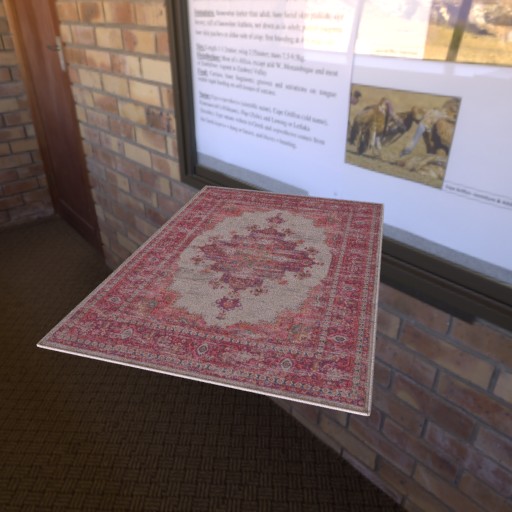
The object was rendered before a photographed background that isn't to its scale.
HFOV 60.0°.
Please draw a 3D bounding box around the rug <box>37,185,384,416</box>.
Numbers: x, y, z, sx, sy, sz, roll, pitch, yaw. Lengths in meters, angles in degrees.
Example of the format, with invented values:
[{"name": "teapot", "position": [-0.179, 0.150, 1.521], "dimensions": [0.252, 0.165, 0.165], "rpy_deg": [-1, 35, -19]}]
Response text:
[{"name": "rug", "position": [0.000, 0.000, 3.687], "dimensions": [2.005, 0.014, 2.878], "rpy_deg": [8, 30, 13]}]
